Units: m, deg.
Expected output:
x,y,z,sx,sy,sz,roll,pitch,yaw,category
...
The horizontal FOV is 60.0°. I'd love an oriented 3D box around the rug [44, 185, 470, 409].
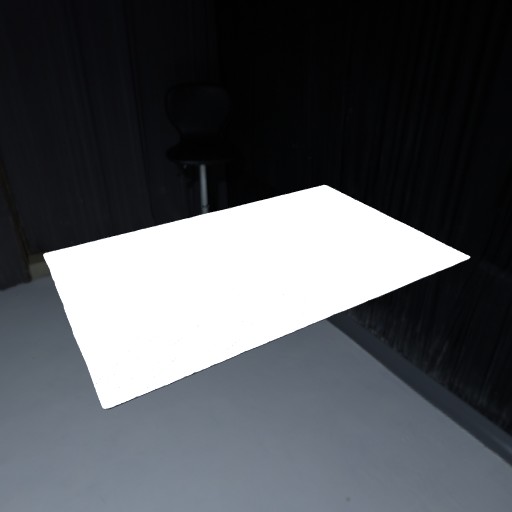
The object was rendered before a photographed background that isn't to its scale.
x,y,z,sx,sy,sz,roll,pitch,yaw,category
0.000,0.000,2.982,2.442,0.010,1.546,-17,34,-27,rug
